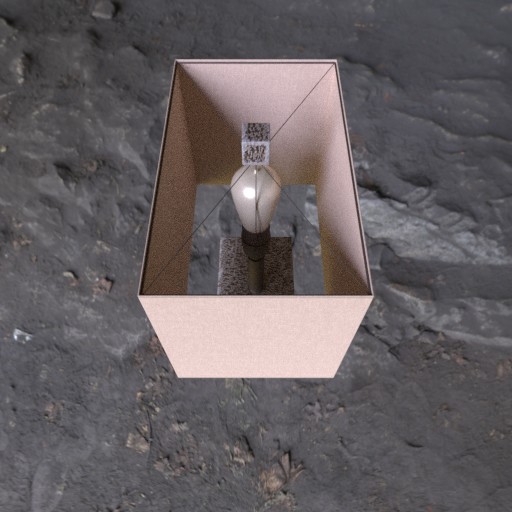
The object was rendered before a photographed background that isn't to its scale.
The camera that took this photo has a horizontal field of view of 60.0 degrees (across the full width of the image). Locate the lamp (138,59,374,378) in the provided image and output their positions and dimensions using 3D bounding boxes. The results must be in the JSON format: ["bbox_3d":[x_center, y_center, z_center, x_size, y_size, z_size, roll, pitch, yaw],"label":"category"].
[{"bbox_3d":[0.000,0.000,0.565,0.180,0.411,0.294,0,58,0],"label":"lamp"}]
